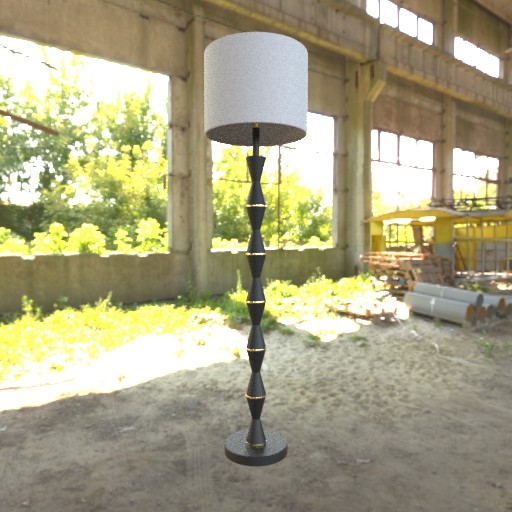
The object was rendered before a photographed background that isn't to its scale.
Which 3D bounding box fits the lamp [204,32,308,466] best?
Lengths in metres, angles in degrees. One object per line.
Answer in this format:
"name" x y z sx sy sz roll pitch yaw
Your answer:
"lamp" 0.000 0.000 1.662 0.381 1.480 0.381 1 2 18
